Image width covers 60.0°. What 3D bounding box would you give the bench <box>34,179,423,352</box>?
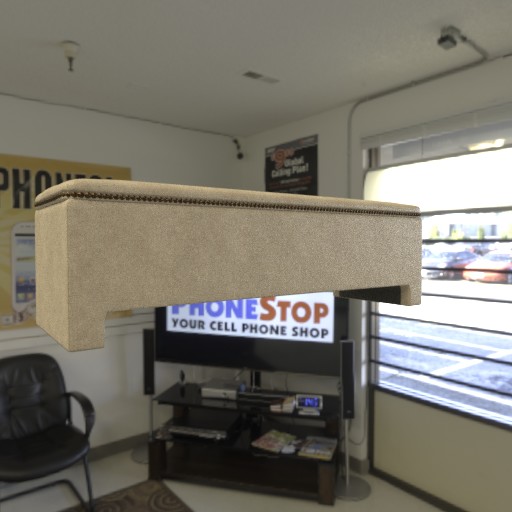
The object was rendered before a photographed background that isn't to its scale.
[{"bbox_3d":[0.000,0.000,1.702,1.482,0.447,0.470,-1,2,-35],"label":"bench"}]
